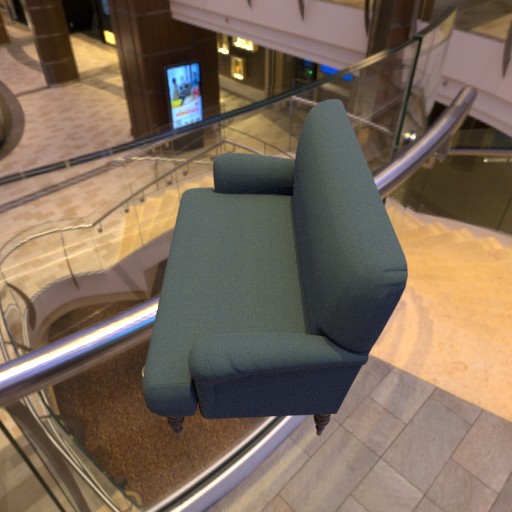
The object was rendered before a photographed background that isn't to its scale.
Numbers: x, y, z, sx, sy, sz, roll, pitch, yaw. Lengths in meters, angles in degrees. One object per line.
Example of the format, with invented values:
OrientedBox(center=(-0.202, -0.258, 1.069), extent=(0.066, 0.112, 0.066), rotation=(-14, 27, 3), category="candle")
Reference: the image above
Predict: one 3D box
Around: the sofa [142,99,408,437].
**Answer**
OrientedBox(center=(0.000, 0.000, 1.832), extent=(0.779, 0.889, 1.297), rotation=(0, 41, 0), category="sofa")
